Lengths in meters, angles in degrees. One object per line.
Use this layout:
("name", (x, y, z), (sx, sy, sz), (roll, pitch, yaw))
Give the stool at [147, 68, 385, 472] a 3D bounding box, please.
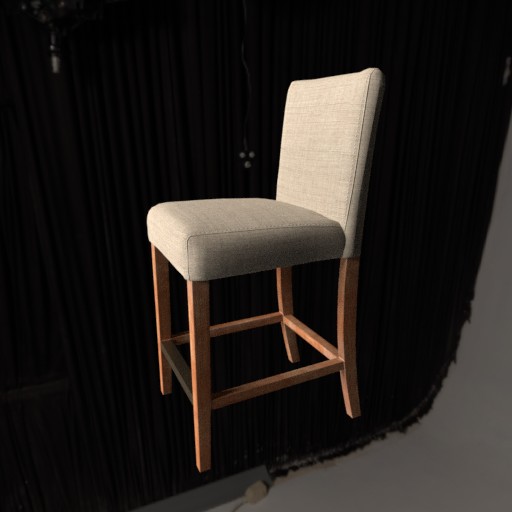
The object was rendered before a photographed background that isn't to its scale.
("stool", (0.000, 0.000, 1.341), (0.567, 1.039, 0.454), (-8, 18, -24))
